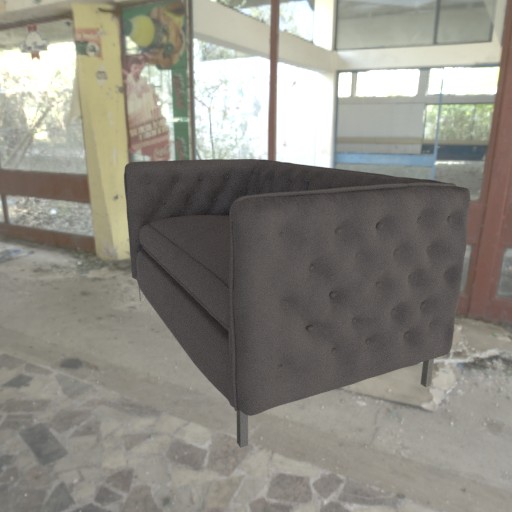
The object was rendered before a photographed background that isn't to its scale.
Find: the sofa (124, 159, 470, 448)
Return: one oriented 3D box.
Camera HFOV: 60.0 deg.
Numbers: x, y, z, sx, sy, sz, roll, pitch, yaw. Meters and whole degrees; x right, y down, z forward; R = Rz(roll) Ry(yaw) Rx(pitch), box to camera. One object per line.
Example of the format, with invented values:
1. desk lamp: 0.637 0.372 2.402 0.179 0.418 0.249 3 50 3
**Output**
1. sofa: 0.000 0.000 2.083 0.909 0.810 1.583 -8 18 -26
